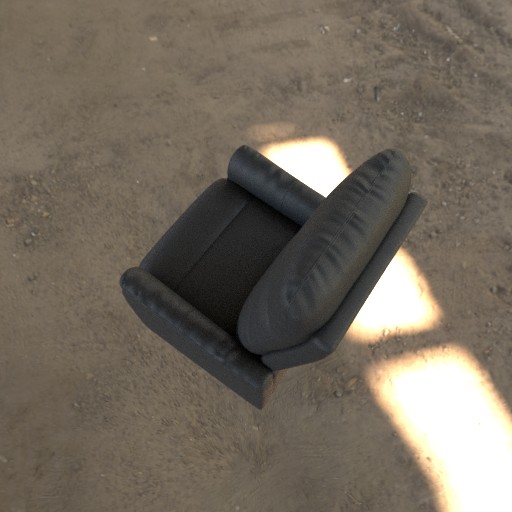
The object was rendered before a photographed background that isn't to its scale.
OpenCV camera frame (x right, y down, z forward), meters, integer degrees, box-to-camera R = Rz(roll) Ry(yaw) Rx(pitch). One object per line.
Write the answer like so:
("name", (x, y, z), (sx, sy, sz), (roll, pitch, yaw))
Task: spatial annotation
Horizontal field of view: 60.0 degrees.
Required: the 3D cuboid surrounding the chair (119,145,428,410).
("chair", (0.000, 0.000, 1.626), (0.831, 1.082, 0.775), (32, 68, 15))
